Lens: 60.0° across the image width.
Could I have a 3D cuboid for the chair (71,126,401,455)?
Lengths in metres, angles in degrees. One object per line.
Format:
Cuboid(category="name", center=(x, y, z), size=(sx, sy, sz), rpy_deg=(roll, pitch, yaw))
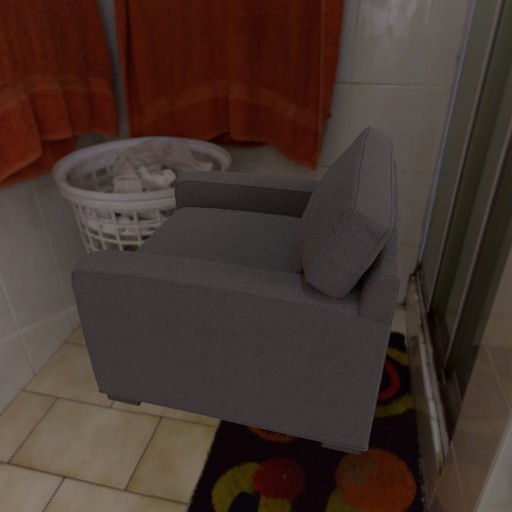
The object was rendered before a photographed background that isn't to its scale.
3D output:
Cuboid(category="chair", center=(0.000, 0.000, 1.818), size=(1.043, 0.913, 0.997), rpy_deg=(8, 31, 13))
